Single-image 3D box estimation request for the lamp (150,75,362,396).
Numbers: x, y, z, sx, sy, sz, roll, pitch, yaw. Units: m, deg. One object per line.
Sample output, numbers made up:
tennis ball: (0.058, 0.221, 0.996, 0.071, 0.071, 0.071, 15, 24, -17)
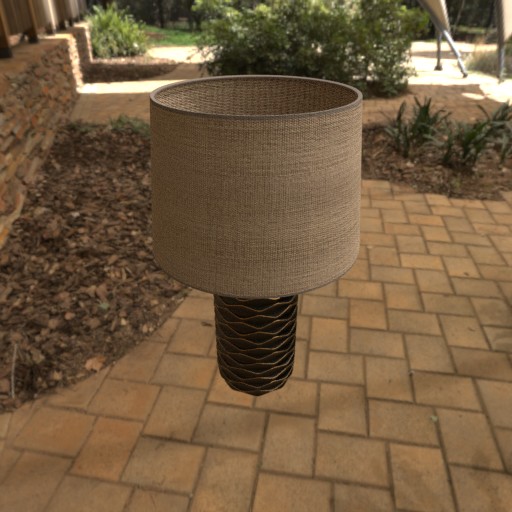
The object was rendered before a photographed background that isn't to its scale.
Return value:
lamp: (0.000, 0.000, 0.840, 0.376, 0.594, 0.376, 0, 31, 0)
